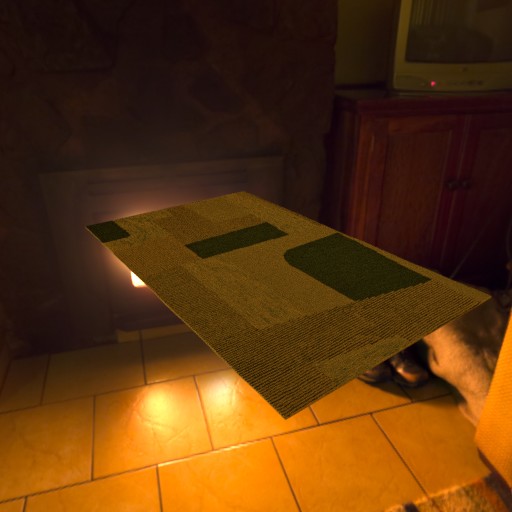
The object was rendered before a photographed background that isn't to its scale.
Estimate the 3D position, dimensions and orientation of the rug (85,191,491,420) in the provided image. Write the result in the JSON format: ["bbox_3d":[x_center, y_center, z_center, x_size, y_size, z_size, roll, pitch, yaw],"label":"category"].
[{"bbox_3d":[0.000,0.000,2.982,1.521,0.015,2.436,-18,31,-32],"label":"rug"}]
